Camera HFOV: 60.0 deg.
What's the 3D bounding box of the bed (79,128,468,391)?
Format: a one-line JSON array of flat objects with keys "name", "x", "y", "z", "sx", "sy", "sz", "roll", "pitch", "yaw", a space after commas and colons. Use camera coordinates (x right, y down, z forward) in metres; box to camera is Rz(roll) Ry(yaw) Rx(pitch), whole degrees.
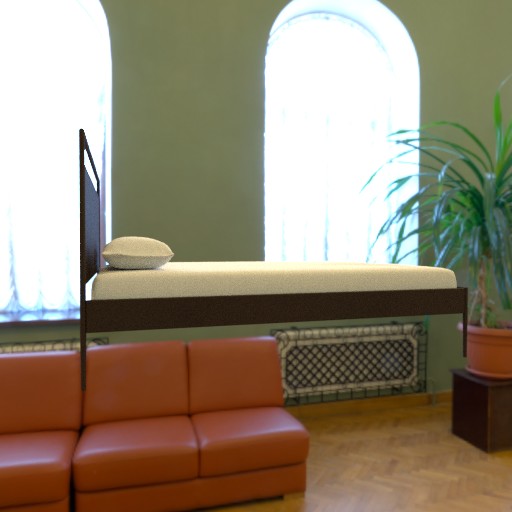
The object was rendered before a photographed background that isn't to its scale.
[{"name": "bed", "x": 0.000, "y": 0.000, "z": 3.029, "sx": 2.122, "sy": 1.173, "sz": 1.572, "roll": 0, "pitch": 1, "yaw": -17}]
